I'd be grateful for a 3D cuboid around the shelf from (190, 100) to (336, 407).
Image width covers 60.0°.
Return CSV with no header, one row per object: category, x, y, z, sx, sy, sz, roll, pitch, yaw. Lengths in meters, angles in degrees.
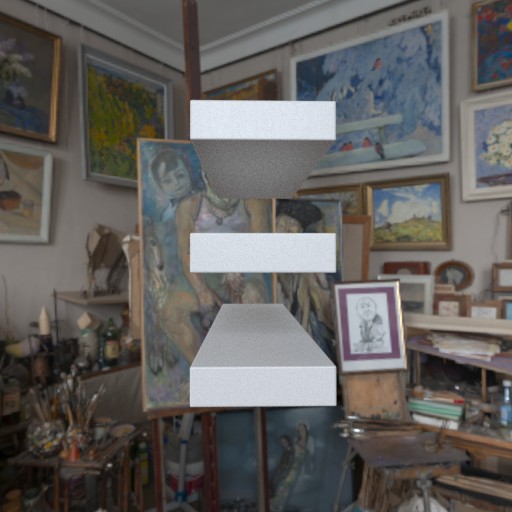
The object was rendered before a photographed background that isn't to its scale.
shelf,0.000,0.000,0.728,0.140,0.293,0.610,0,-1,-1
